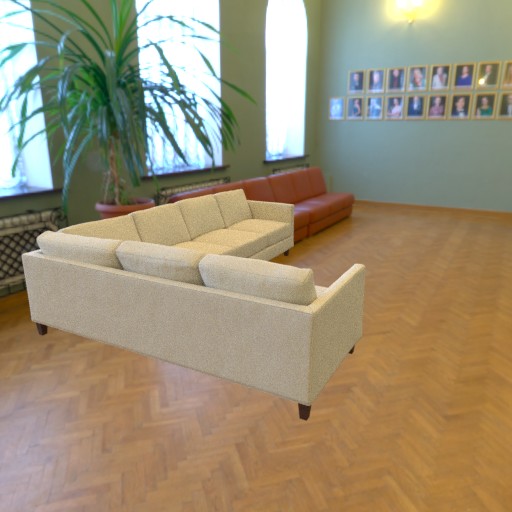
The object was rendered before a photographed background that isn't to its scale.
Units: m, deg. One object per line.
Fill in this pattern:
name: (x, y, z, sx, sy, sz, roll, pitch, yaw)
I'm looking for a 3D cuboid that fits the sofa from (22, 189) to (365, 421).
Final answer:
sofa: (0.000, 0.000, 4.263, 2.432, 0.863, 3.182, 8, 18, 27)
